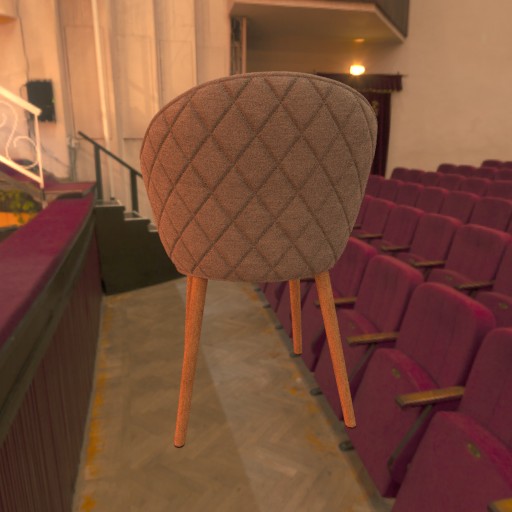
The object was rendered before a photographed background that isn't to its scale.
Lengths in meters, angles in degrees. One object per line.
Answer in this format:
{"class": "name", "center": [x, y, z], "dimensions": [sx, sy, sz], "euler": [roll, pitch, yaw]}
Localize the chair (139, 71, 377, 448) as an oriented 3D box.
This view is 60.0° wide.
{"class": "chair", "center": [0.000, 0.000, 1.119], "dimensions": [0.540, 0.800, 0.530], "euler": [-3, 15, -9]}
